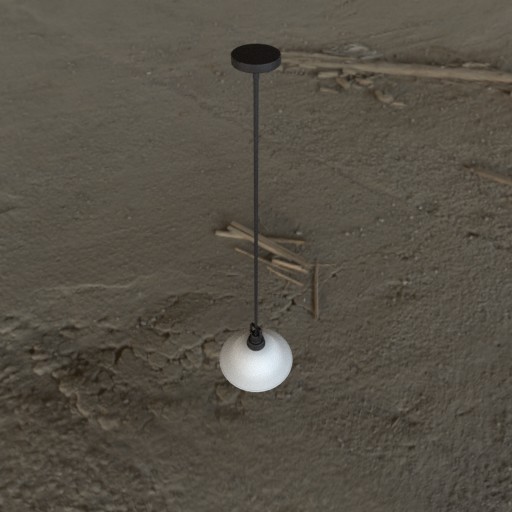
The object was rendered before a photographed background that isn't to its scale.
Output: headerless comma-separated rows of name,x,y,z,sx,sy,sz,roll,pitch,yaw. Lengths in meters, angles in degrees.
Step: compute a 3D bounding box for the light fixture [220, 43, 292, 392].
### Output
light fixture,0.000,0.000,1.486,0.324,1.337,0.324,33,55,27
